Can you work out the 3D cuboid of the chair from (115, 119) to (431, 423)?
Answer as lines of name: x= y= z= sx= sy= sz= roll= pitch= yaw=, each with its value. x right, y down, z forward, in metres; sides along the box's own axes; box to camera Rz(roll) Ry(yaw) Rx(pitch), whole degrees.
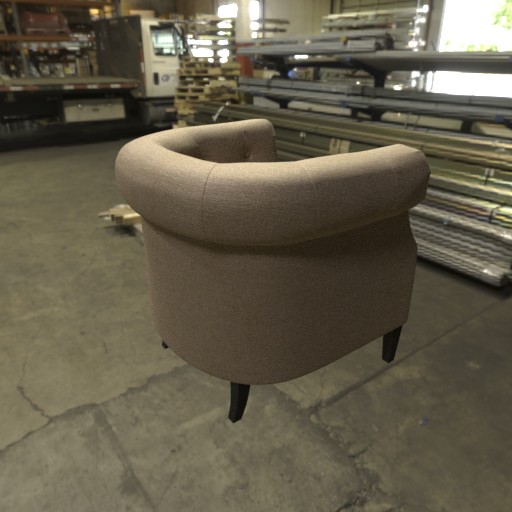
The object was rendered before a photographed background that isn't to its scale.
chair: x=0.000 y=0.000 z=1.574 sx=0.852 sy=0.827 sz=0.905 roll=-17 pitch=30 yaw=-33
